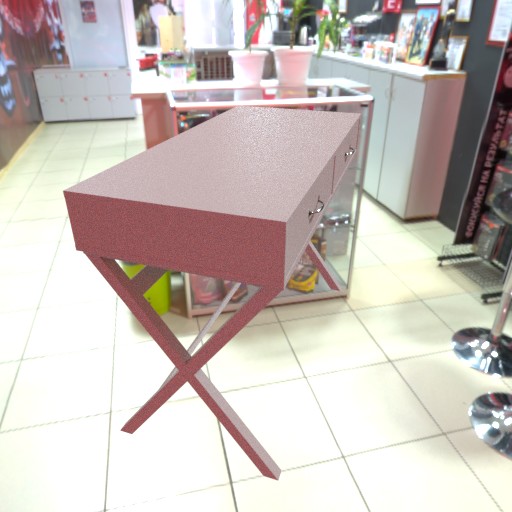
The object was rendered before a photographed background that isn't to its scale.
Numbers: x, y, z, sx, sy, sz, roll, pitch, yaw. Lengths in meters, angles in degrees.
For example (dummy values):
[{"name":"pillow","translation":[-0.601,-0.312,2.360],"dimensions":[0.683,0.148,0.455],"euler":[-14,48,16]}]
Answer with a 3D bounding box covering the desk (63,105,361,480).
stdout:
[{"name":"desk","translation":[0.000,0.000,1.515],"dimensions":[0.525,0.780,1.057],"euler":[9,30,17]}]
